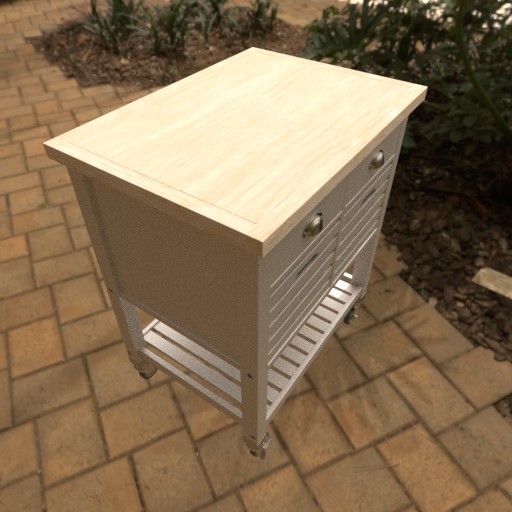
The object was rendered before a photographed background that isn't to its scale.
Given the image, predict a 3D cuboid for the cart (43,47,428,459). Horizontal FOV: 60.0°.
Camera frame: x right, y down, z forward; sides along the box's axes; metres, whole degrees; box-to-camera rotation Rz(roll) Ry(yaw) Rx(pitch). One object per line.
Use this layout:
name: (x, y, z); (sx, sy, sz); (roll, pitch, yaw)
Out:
cart: (0.000, 0.000, 1.348); (0.559, 0.914, 0.762); (25, 48, 25)
